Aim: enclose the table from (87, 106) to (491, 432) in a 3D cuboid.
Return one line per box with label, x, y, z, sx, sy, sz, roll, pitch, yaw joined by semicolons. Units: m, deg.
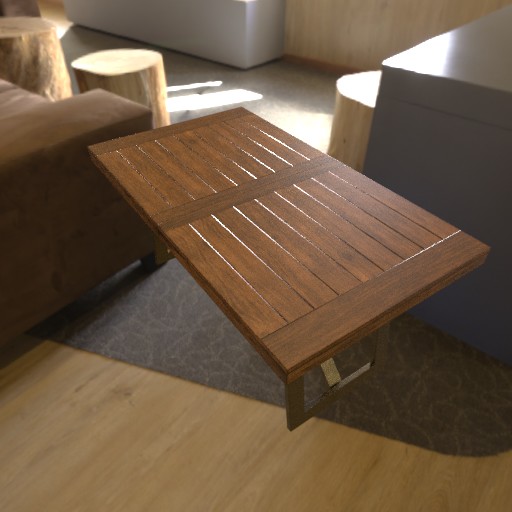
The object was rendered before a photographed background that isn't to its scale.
table;0.000;0.000;2.159;0.931;0.757;1.641;-24;45;-26
